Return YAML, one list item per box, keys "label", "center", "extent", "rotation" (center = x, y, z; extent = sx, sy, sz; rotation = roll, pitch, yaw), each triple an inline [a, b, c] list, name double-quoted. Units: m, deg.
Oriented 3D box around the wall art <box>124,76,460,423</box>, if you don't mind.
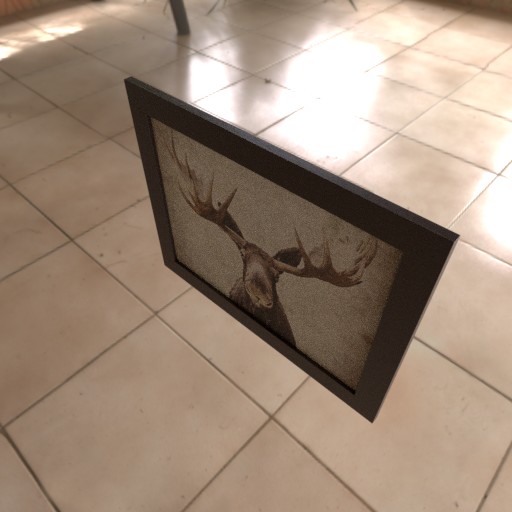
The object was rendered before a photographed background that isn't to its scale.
- label: "wall art"
  center: [0.000, 0.000, 1.609]
  extent: [1.207, 0.952, 0.034]
  rotation: [33, 55, 28]
